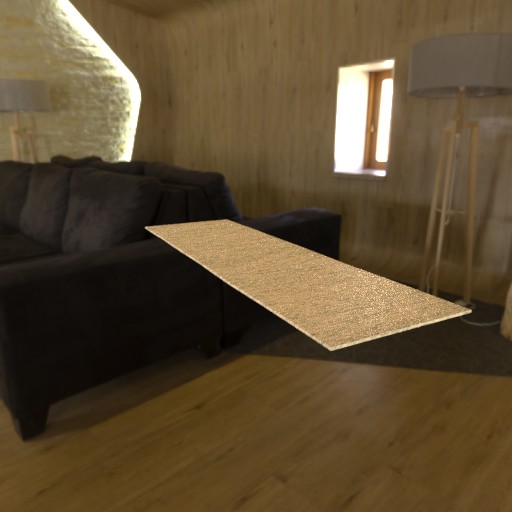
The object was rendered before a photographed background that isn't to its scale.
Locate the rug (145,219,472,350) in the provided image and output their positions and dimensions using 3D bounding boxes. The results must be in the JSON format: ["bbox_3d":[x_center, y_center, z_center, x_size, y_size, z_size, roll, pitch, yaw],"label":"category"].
[{"bbox_3d":[0.000,0.000,2.550,0.700,0.014,2.290,-8,17,-27],"label":"rug"}]
